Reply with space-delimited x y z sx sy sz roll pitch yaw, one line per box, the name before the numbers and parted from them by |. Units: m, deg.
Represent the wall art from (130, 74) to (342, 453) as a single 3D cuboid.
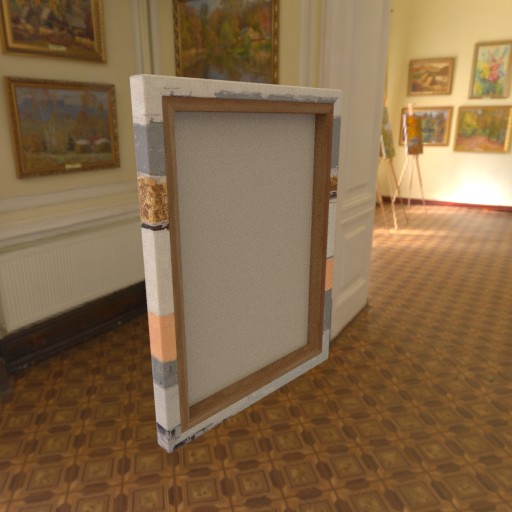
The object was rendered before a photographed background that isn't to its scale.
wall art | 0.000 0.000 0.841 0.456 0.609 0.038 -16 23 -42
